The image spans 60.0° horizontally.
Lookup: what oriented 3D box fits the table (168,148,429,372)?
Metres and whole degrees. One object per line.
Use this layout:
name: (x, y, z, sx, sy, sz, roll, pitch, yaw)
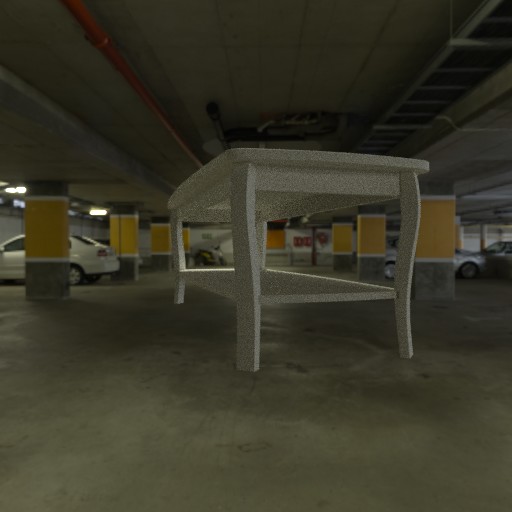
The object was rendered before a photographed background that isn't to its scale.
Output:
table: (0.000, 0.000, 1.608, 0.561, 0.474, 1.334, 0, 1, -17)
